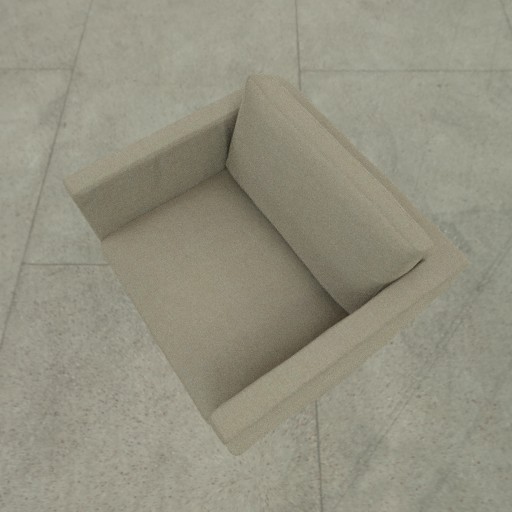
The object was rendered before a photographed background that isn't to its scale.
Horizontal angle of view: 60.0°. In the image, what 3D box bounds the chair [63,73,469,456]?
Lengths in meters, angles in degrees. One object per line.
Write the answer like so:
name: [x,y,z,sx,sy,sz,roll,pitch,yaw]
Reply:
chair: [0.000,0.000,1.680,0.949,0.863,1.057,-32,68,-15]
